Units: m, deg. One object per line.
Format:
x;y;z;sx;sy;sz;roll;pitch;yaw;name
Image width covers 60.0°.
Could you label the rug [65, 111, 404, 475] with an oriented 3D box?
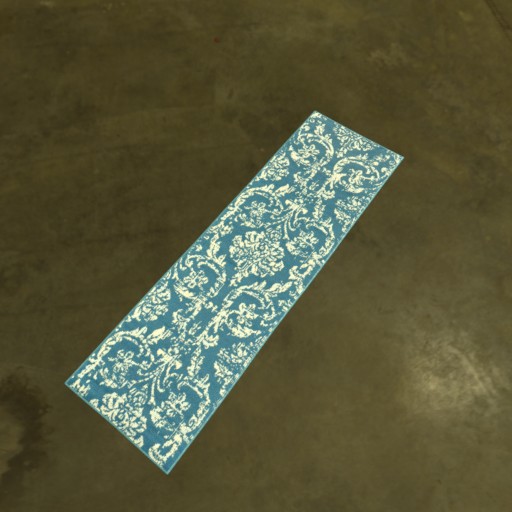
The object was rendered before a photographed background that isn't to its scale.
0.000;0.000;2.433;0.662;0.011;2.196;33;68;16;rug
